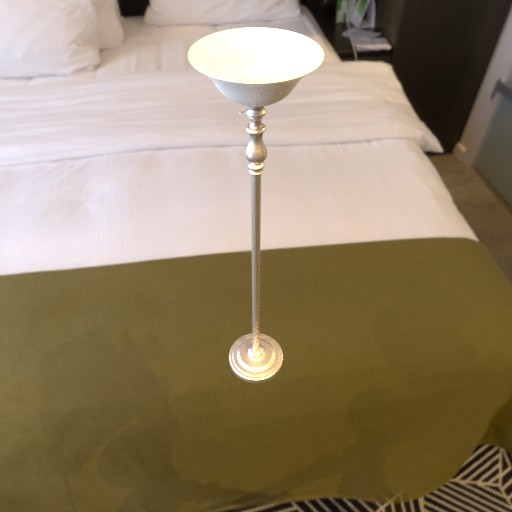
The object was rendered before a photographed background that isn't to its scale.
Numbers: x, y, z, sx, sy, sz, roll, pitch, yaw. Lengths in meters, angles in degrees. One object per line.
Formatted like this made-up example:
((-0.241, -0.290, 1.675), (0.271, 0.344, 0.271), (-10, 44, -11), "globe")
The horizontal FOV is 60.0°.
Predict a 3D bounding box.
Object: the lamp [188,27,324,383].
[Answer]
((0.000, 0.000, 1.969), (0.405, 1.771, 0.405), (-31, 54, -26), "lamp")
